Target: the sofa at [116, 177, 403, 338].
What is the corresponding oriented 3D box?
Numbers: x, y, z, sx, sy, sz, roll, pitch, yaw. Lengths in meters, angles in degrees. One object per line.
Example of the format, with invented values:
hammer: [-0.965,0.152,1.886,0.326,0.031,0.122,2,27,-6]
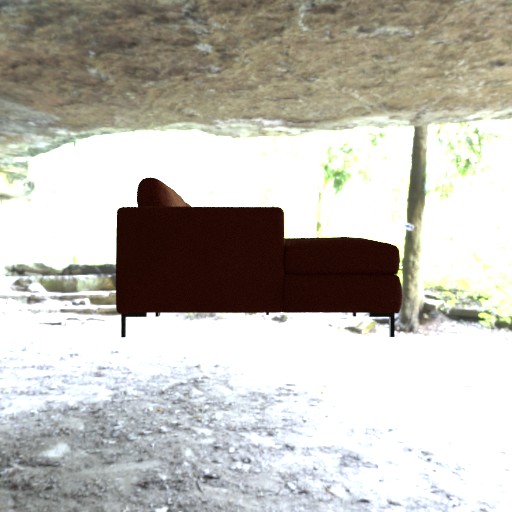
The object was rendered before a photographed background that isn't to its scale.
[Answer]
sofa: [0.000,0.000,2.943,1.136,0.663,2.467,0,0,-1]
